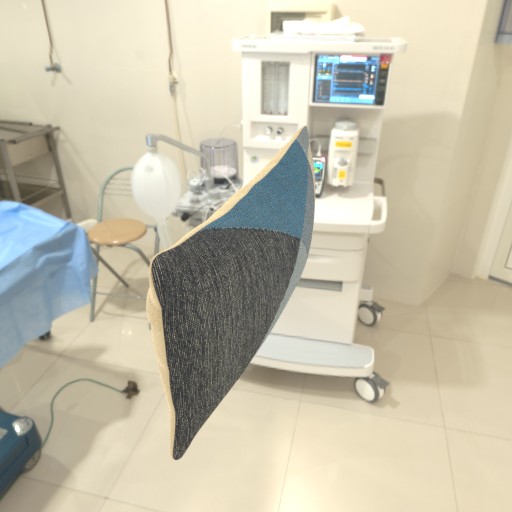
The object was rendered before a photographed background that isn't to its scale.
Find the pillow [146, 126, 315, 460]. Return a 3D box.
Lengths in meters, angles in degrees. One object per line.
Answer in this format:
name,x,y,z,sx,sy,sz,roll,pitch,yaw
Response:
pillow,0.000,0.000,0.749,0.148,0.307,0.604,11,31,18
